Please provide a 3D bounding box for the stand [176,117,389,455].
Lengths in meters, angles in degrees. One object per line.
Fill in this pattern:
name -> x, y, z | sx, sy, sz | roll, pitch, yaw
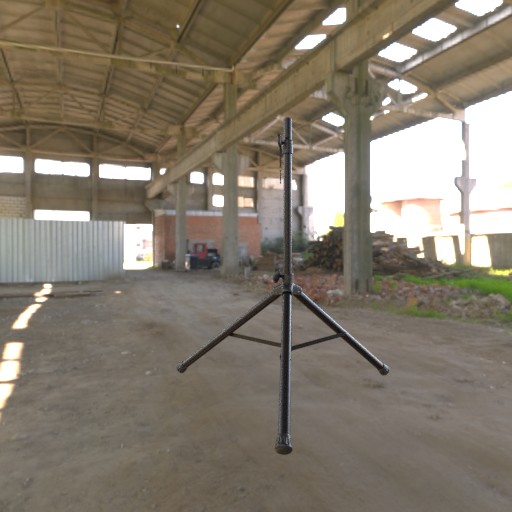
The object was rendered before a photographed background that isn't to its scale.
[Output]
stand -> 0.000, 0.000, 1.916 | 0.907, 1.136, 1.045 | 0, 0, 34
